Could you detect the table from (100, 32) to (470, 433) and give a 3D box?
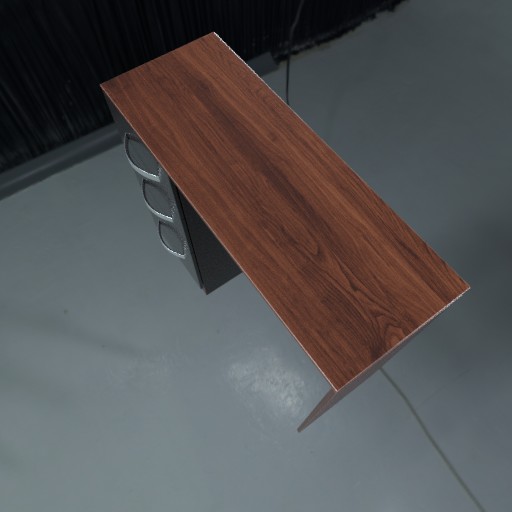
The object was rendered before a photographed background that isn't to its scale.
[{"bbox_3d":[0.000,0.000,1.347,0.380,0.790,0.930,-33,68,-15],"label":"table"}]
